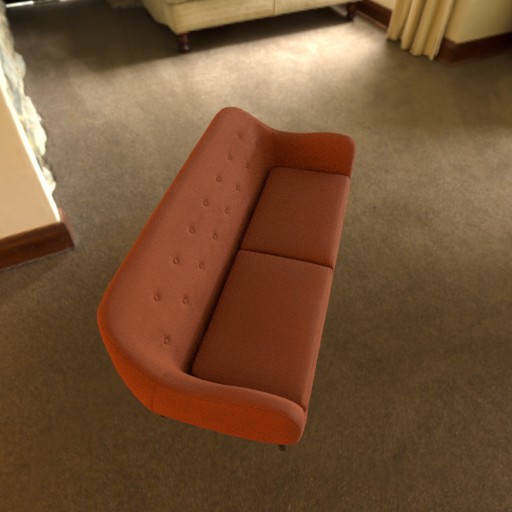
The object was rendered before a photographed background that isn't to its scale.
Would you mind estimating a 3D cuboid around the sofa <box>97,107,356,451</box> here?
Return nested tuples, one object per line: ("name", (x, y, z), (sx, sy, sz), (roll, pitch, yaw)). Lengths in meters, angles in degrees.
("sofa", (0.000, 0.000, 2.297), (0.820, 0.836, 1.840), (11, 48, 10))
